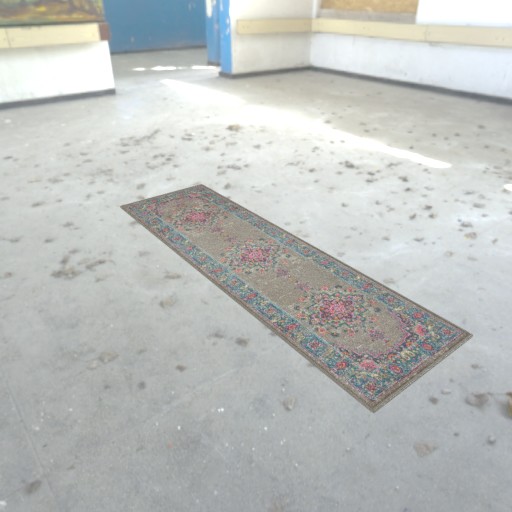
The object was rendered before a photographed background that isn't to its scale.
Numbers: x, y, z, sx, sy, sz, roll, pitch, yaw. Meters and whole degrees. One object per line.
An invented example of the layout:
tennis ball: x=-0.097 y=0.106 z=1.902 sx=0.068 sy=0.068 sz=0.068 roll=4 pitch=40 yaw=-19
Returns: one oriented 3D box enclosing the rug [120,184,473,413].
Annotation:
rug: x=0.000 y=0.000 z=2.055 sx=0.553 sy=0.012 sz=1.827 roll=-22 pitch=37 yaw=-32
